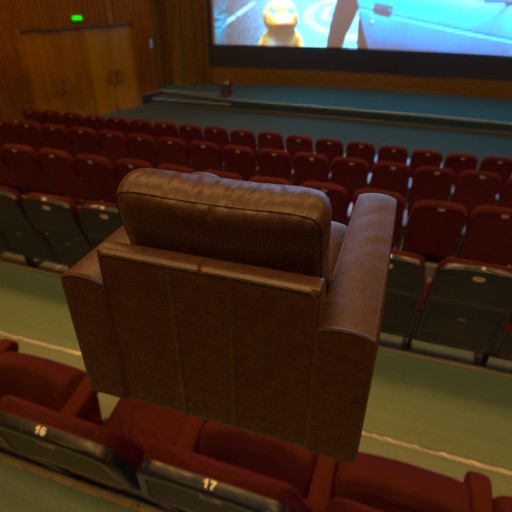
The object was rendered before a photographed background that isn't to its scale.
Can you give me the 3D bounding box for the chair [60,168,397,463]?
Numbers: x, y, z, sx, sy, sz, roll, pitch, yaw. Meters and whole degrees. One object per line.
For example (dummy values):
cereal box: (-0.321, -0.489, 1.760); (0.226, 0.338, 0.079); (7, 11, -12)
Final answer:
chair: (0.000, 0.000, 1.755); (1.005, 0.873, 1.016); (10, 33, 15)
